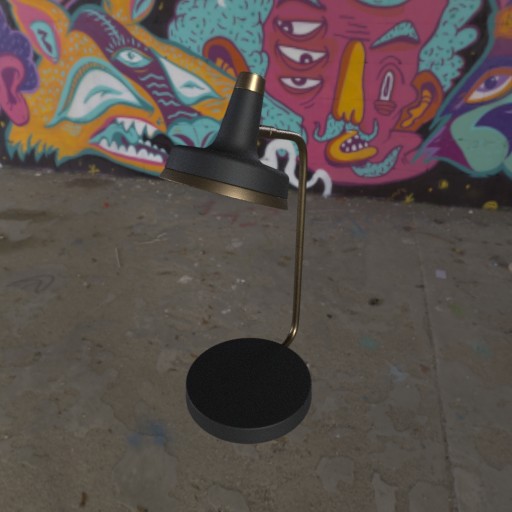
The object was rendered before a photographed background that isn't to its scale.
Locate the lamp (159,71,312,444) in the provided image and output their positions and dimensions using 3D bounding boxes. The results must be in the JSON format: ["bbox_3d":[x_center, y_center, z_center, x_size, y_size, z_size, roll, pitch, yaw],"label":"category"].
[{"bbox_3d":[0.000,0.000,0.493,0.162,0.385,0.218,18,33,29],"label":"lamp"}]
